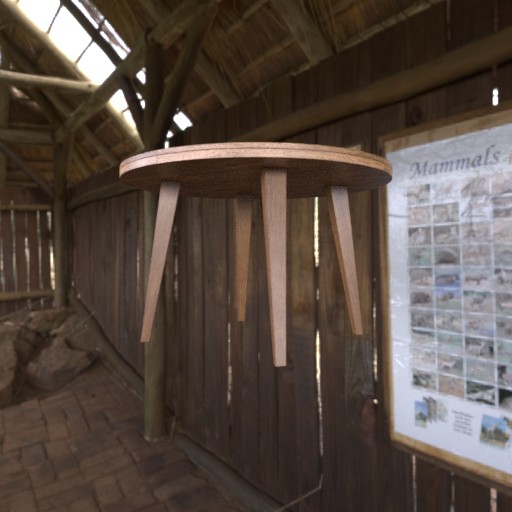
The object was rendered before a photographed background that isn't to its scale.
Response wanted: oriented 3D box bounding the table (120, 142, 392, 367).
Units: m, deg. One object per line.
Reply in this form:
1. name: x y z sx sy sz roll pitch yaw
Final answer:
1. table: 0.000 0.000 2.067 1.213 0.764 1.213 0 1 0
